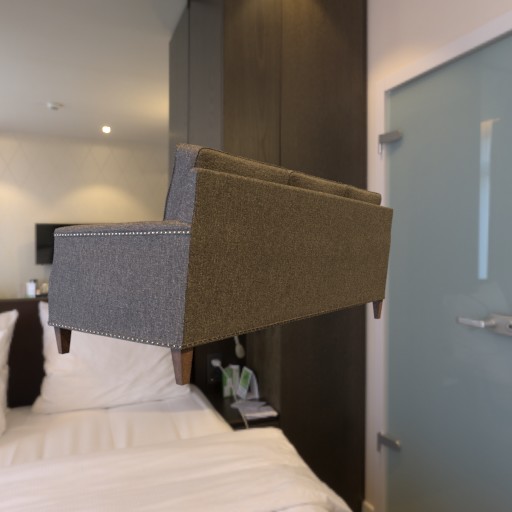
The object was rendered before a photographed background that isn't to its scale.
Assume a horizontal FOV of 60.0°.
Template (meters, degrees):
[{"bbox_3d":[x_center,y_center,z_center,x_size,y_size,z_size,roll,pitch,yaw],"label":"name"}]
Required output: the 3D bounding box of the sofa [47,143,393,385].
[{"bbox_3d":[0.000,0.000,2.880,1.084,1.003,2.246,1,1,37],"label":"sofa"}]
